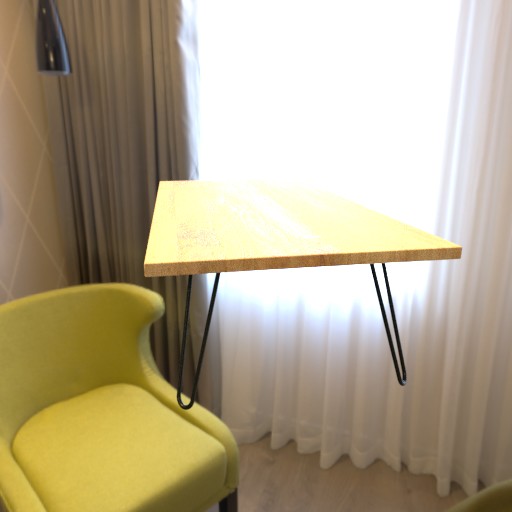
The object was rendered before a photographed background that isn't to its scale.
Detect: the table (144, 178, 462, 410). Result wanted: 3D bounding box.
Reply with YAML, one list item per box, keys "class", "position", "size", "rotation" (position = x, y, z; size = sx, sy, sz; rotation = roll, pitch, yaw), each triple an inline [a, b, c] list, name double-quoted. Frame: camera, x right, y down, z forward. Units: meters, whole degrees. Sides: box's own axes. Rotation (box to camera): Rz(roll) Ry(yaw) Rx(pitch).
- class: "table"
  position: [0.000, 0.000, 1.630]
  size: [0.699, 0.400, 1.348]
  rotation: [-3, 17, -10]
